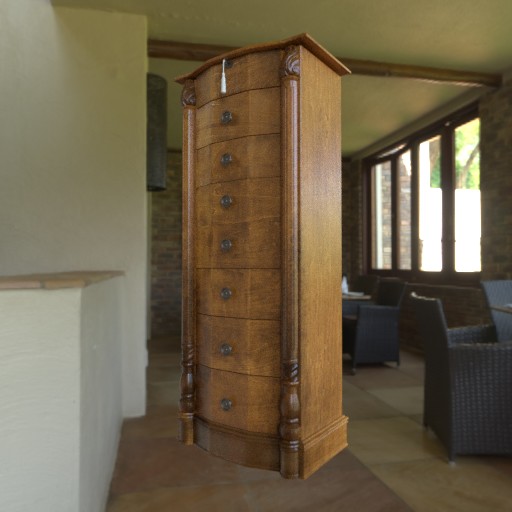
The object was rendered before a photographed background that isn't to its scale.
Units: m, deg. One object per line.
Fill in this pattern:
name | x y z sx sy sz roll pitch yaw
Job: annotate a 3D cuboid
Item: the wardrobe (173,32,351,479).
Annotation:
wardrobe | 0.000 0.000 1.138 0.406 0.959 0.273 -1 -1 36
